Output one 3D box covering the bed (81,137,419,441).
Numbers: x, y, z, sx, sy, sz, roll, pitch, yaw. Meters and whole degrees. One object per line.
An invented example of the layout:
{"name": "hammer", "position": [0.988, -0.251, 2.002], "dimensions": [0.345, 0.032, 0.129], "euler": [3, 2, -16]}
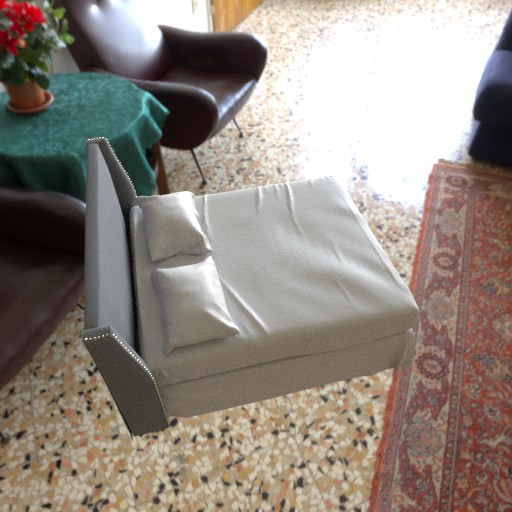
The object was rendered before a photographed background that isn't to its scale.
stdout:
{"name": "bed", "position": [0.000, 0.000, 3.474], "dimensions": [2.276, 1.332, 1.925], "euler": [-10, 48, -10]}
